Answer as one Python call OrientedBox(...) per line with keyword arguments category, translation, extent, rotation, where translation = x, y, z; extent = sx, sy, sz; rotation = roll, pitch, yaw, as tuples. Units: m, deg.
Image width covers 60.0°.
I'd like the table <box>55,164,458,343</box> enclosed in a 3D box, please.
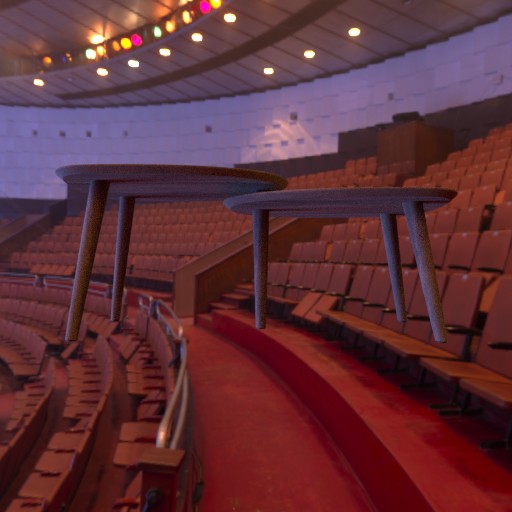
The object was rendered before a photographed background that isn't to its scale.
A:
OrientedBox(category="table", translation=(0.000, 0.000, 1.299), extent=(1.084, 0.429, 0.527), rotation=(0, -1, 2))
